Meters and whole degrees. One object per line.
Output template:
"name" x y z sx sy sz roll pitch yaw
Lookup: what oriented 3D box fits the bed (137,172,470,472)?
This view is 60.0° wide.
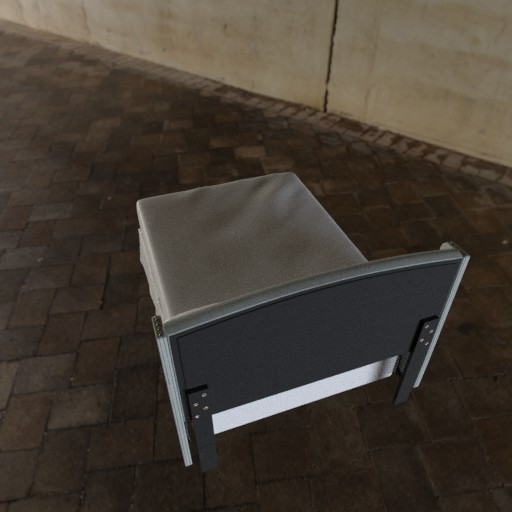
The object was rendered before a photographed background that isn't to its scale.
"bed" 0.000 0.000 3.372 1.710 1.407 2.237 -13 42 -15
